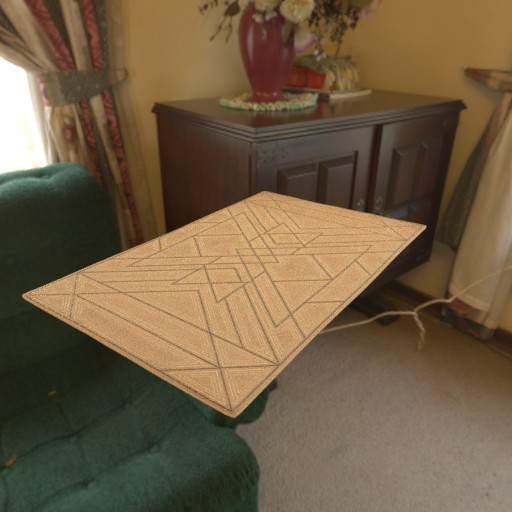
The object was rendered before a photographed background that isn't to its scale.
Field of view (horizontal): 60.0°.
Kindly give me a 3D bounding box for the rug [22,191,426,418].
[{"bbox_3d":[0.000,0.000,3.033,1.575,0.023,2.459,18,31,32],"label":"rug"}]
